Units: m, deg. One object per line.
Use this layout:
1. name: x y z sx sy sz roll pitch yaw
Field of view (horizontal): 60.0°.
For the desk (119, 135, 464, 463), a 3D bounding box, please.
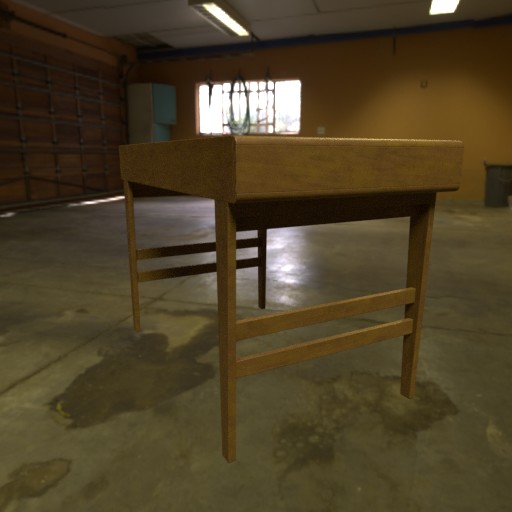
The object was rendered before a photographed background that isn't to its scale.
1. desk: 0.000 0.000 1.535 0.660 0.754 1.066 -7 14 -28
